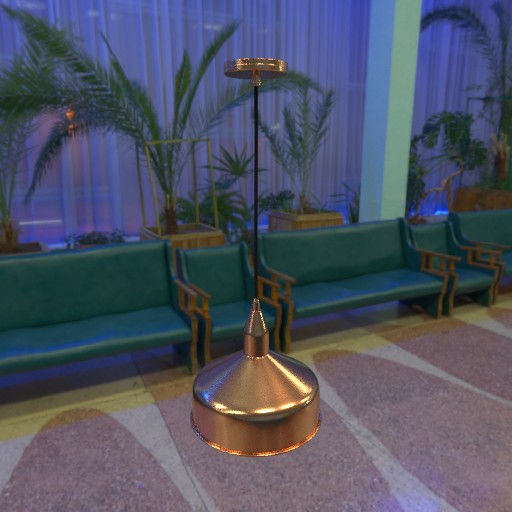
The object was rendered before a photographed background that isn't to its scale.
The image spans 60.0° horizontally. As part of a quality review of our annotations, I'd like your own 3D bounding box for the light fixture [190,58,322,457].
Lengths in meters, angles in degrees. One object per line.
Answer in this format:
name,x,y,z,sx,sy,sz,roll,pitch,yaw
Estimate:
light fixture,0.000,0.000,0.936,0.301,0.754,0.301,-6,15,-24
